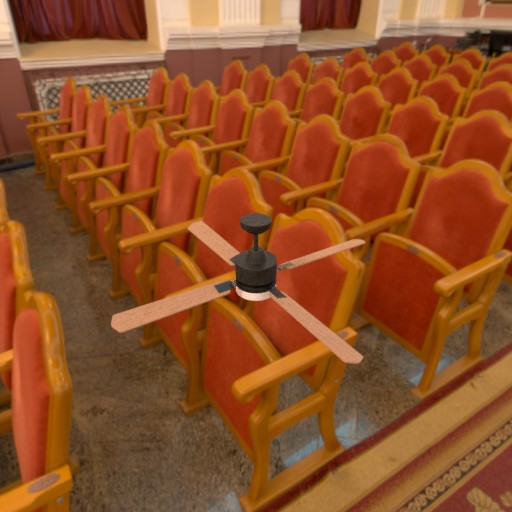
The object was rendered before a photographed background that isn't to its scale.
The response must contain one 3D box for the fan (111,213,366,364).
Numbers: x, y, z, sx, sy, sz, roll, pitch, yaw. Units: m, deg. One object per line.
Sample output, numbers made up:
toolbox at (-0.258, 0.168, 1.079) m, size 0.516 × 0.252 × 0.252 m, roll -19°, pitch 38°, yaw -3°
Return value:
fan at (0.000, 0.000, 1.964) m, size 1.320 × 0.355 × 1.320 m, roll -18°, pitch 34°, yaw -28°
